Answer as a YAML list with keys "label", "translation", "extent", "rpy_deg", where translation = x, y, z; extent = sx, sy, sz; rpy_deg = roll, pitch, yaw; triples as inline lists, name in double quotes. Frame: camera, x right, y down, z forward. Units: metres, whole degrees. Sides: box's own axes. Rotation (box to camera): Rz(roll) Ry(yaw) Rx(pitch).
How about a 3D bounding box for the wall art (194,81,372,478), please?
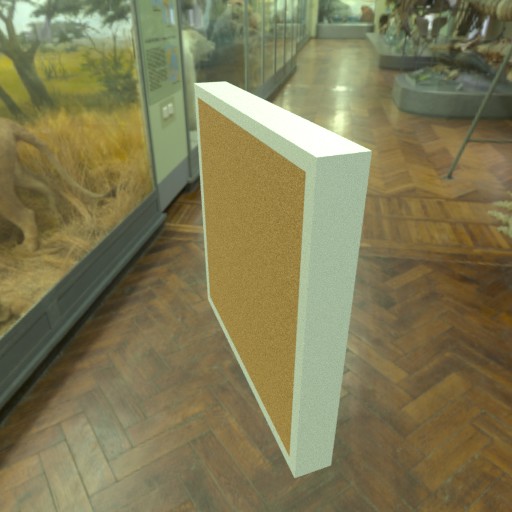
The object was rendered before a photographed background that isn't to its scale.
- label: "wall art"
  translation: [0.000, 0.000, 0.464]
  extent: [0.038, 0.302, 0.305]
  rpy_deg: [-10, 31, -18]
